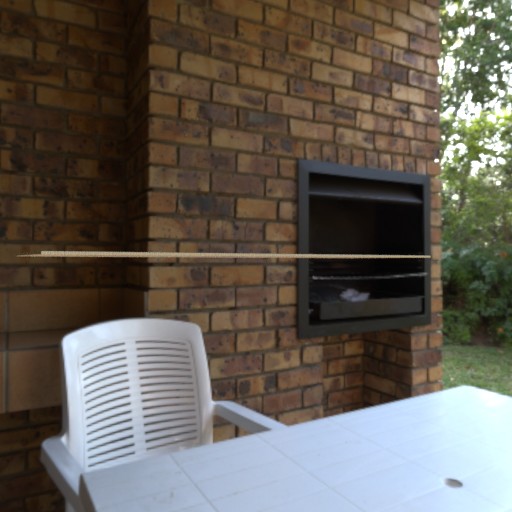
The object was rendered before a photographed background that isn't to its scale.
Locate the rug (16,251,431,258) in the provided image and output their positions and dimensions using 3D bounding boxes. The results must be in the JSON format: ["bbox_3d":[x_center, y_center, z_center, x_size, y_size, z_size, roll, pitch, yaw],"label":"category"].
[{"bbox_3d":[0.000,0.000,2.474,2.297,0.013,0.661,0,-1,-35],"label":"rug"}]
